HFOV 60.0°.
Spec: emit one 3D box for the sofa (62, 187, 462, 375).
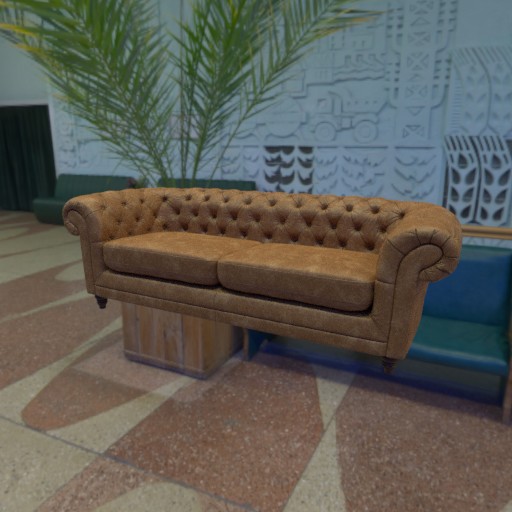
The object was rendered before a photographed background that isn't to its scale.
[{"bbox_3d":[0.000,0.000,2.808,2.365,0.760,0.989,7,16,27],"label":"sofa"}]
